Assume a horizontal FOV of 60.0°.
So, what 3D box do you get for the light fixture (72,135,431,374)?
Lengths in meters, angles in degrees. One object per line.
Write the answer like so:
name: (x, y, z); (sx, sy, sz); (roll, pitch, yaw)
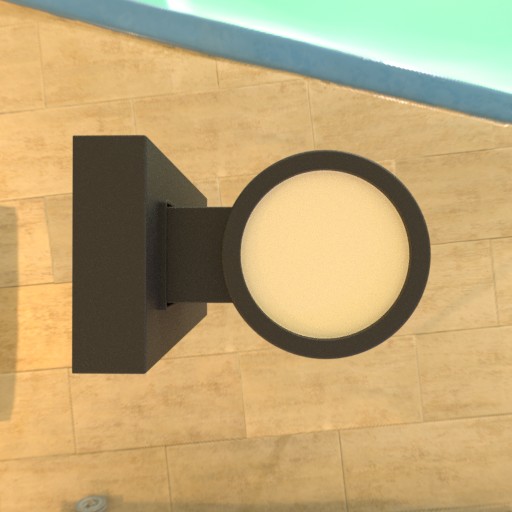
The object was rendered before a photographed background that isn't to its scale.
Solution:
light fixture: (0.000, 0.000, 0.259); (0.138, 0.179, 0.098); (0, 90, 1)
